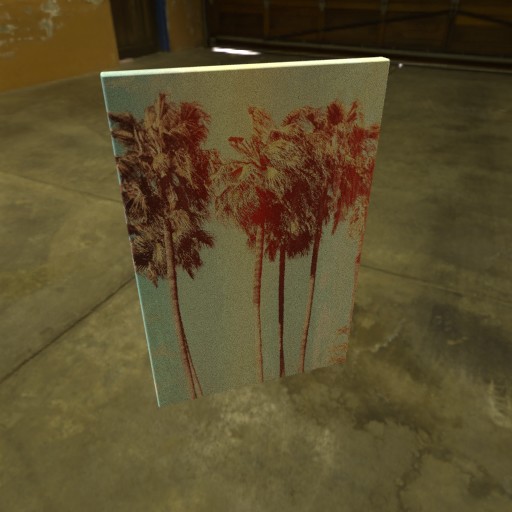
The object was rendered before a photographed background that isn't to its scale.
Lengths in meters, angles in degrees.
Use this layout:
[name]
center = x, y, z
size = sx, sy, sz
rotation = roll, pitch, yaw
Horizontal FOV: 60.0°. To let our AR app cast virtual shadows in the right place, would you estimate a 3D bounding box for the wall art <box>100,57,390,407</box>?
[wall art]
center = 0.000, 0.000, 1.142
size = 0.605, 0.915, 0.037
rotation = -10, 33, -15
